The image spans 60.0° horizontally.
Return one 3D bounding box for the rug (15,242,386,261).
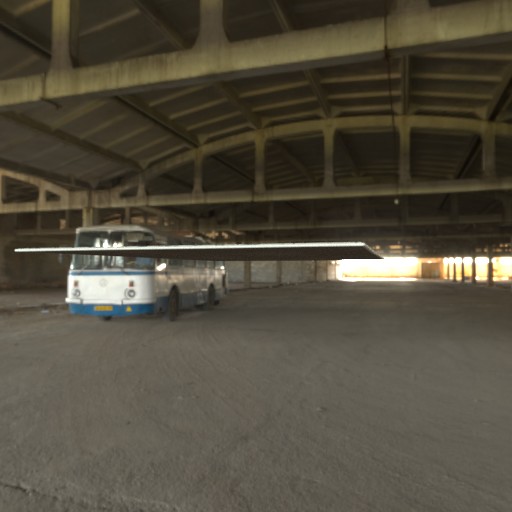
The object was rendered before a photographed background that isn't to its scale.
[{"bbox_3d":[0.000,0.000,2.255,1.213,0.012,1.831,-1,-2,18],"label":"rug"}]
